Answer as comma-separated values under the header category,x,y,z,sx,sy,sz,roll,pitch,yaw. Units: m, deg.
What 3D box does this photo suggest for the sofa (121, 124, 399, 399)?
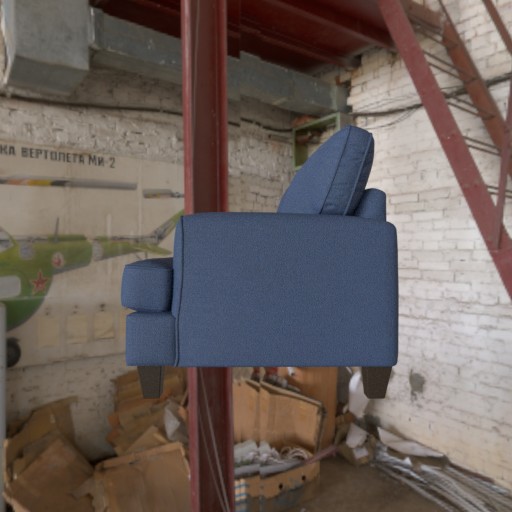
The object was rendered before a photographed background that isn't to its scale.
category,x,y,z,sx,sy,sz,roll,pitch,yaw
sofa,0.000,0.000,2.285,0.965,0.965,1.651,0,1,-1
